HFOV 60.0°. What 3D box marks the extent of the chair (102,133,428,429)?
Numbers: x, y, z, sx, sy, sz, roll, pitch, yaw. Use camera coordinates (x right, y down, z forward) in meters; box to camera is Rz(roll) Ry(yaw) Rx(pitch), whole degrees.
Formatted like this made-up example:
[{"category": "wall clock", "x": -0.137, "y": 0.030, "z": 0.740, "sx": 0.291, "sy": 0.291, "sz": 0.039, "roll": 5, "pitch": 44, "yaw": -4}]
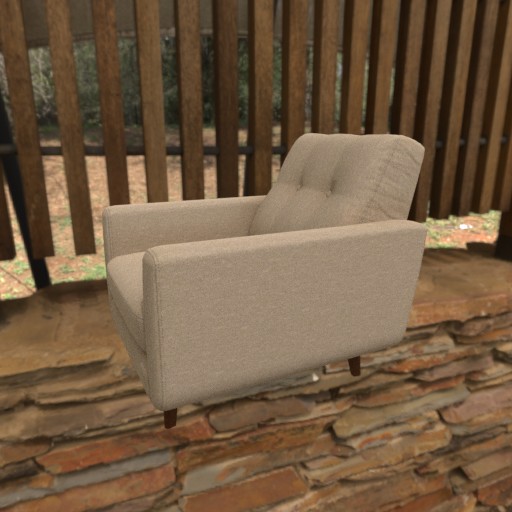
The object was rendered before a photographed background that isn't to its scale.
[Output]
[{"category": "chair", "x": 0.000, "y": 0.000, "z": 1.822, "sx": 1.128, "sy": 0.965, "sz": 0.897, "roll": -8, "pitch": 18, "yaw": -26}]
